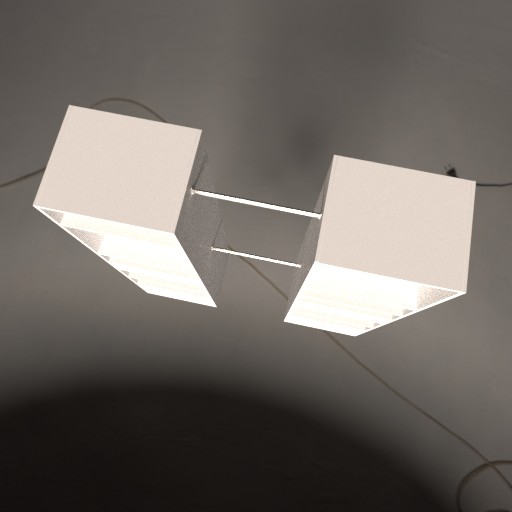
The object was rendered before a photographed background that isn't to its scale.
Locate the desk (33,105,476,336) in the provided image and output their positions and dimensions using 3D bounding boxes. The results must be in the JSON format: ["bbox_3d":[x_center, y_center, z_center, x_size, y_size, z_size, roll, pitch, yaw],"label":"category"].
[{"bbox_3d":[0.000,0.000,2.797,1.770,2.000,0.480,11,75,3],"label":"desk"}]
